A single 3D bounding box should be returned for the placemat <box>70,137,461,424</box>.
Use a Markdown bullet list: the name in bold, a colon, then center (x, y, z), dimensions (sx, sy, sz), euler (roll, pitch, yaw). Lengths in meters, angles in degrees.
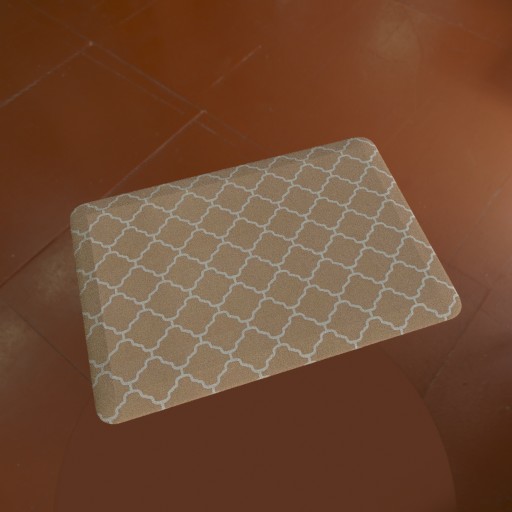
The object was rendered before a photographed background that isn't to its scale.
- **placemat**: center (0.000, 0.000, 0.970), dimensions (0.762, 0.021, 0.508), euler (-15, 64, -8)
